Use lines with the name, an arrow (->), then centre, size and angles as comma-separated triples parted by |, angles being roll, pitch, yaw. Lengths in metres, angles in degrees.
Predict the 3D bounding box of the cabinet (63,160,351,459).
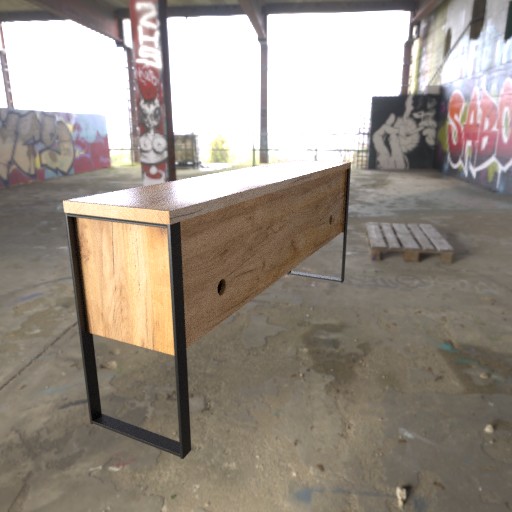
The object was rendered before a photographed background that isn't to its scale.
cabinet -> 0.000, 0.000, 2.097 | 0.395, 0.762, 1.800 | 8, 18, 25
